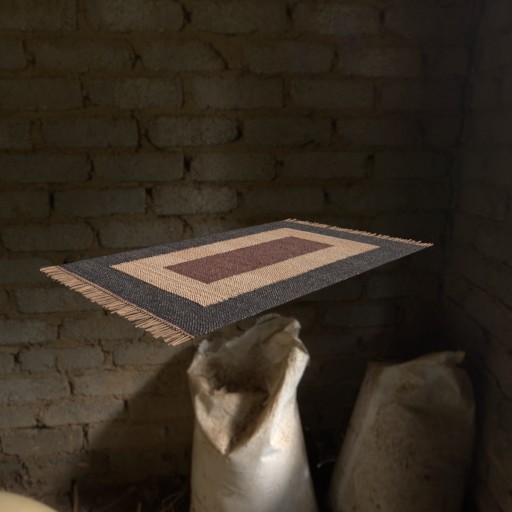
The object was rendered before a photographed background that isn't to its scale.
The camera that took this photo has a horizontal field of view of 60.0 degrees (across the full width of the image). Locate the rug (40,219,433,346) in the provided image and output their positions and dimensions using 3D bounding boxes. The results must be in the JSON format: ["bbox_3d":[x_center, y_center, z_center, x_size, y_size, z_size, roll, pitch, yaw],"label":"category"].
[{"bbox_3d":[0.000,0.000,2.585,2.021,0.027,1.224,-15,21,-43],"label":"rug"}]
